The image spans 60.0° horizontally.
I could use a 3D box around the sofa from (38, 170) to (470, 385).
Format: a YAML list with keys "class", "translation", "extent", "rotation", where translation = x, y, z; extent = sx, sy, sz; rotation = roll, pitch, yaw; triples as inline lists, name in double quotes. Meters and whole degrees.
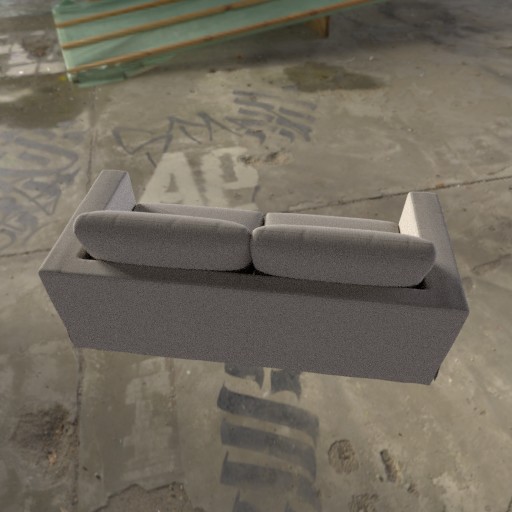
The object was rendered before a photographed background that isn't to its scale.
- class: "sofa"
  translation: [0.000, 0.000, 2.629]
  extent: [2.163, 0.881, 0.954]
  rotation: [5, 45, 5]
